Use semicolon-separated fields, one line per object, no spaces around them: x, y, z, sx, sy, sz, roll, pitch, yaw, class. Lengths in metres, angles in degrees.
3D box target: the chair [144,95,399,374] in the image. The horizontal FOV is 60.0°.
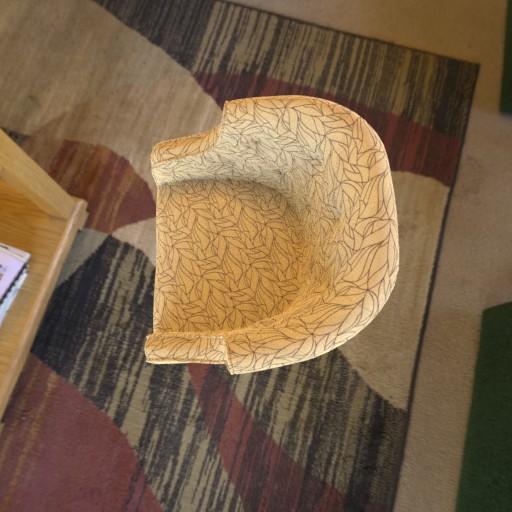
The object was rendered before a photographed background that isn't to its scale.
0.000;0.000;1.333;0.613;0.858;0.686;-2;75;0;chair
